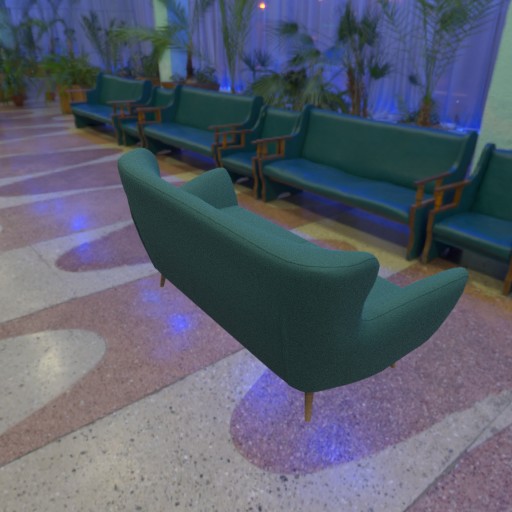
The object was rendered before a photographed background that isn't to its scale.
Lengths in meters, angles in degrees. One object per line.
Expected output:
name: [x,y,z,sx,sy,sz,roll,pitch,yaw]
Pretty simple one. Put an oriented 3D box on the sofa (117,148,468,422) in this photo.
sofa: [0.000,0.000,2.401,0.889,0.890,1.930,-19,33,-32]
